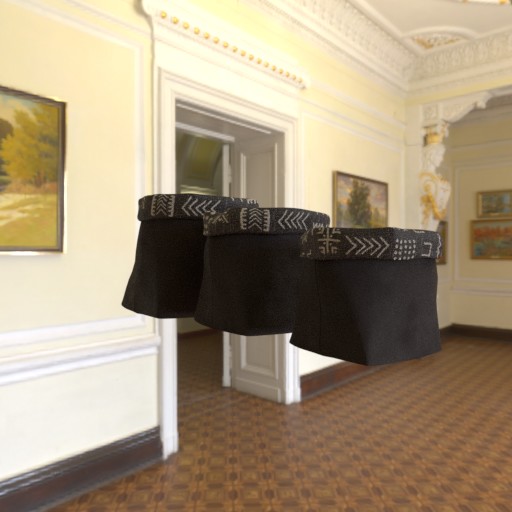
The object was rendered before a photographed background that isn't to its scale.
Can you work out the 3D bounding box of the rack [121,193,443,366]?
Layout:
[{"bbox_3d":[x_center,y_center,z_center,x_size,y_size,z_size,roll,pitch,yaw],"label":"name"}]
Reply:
[{"bbox_3d":[0.000,0.000,1.049,0.379,0.323,0.905,0,1,-35],"label":"rack"}]
